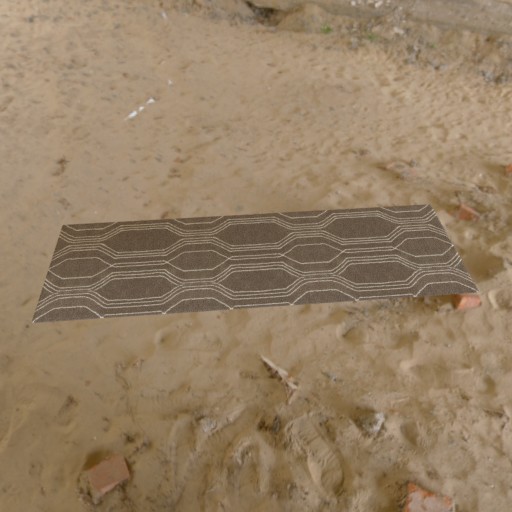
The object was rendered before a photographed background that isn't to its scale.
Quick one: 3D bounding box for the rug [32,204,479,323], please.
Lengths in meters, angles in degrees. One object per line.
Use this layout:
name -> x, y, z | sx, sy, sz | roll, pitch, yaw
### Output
rug -> 0.000, 0.000, 2.696 | 2.464, 0.012, 0.773 | -4, 46, -3
